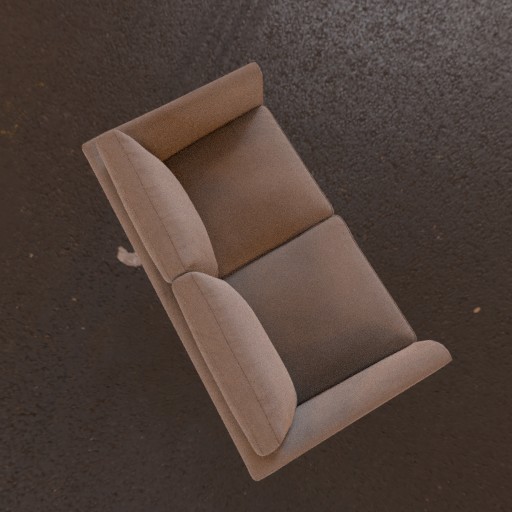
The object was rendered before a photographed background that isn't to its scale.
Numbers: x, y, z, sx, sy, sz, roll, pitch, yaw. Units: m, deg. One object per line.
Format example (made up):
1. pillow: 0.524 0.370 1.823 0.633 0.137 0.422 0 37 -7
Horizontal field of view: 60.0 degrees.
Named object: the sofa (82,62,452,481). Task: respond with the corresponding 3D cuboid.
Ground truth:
1. sofa: 0.000 0.000 2.435 1.091 0.839 1.905 -29 77 -7
